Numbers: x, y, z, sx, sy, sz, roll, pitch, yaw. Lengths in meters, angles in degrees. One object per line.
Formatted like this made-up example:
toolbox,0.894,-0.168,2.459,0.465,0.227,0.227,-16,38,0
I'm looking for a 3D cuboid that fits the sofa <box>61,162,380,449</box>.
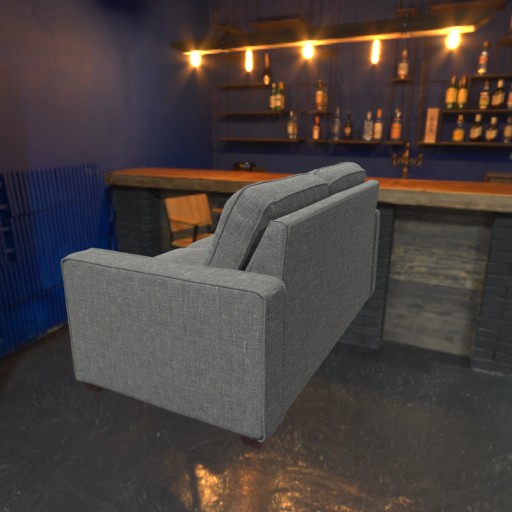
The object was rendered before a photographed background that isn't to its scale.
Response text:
sofa,0.000,0.000,2.333,0.947,0.918,1.709,8,18,26
